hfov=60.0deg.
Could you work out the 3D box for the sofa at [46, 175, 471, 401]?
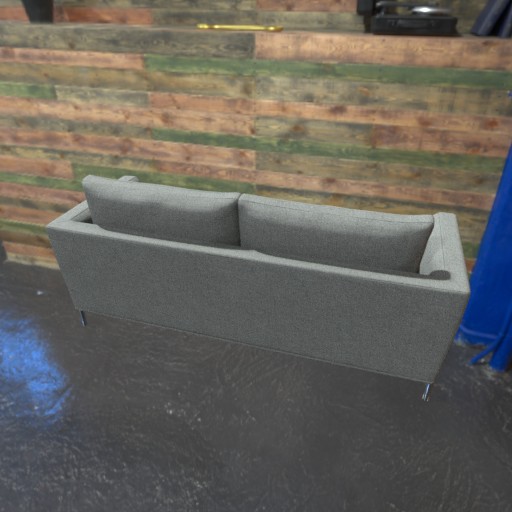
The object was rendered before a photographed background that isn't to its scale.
[{"bbox_3d":[0.000,0.000,2.659,2.212,1.002,0.869,9,32,15],"label":"sofa"}]
